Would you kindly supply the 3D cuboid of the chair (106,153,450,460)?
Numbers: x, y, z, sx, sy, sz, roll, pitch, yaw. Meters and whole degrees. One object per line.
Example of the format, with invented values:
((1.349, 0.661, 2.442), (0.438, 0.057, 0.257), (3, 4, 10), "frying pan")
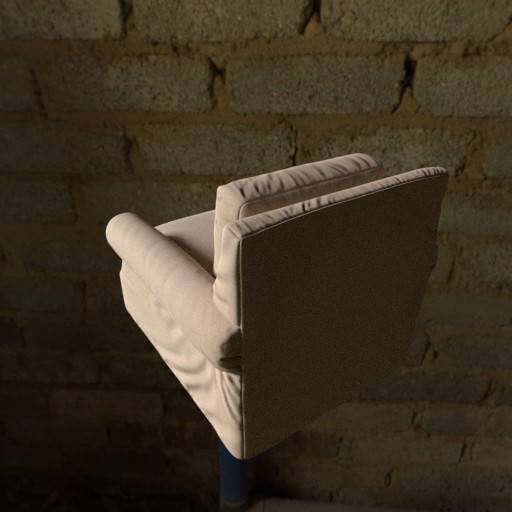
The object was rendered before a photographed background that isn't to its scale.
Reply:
((0.000, 0.000, 1.757), (0.940, 0.866, 1.066), (-19, 34, -30), "chair")
